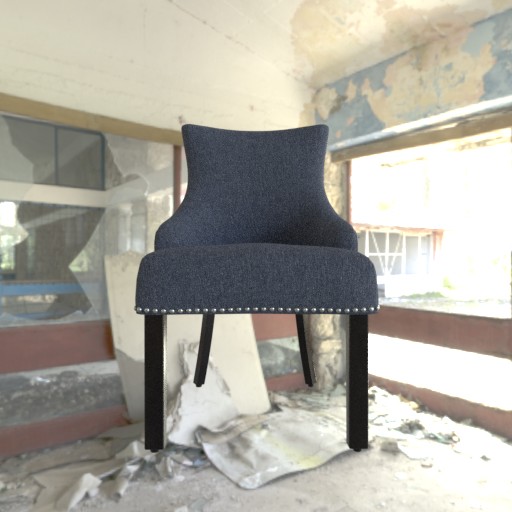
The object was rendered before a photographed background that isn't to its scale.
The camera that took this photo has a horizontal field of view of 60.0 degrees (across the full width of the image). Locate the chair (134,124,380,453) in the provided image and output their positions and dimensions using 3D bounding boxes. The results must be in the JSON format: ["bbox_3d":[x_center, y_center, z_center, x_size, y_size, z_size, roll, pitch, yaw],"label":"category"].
[{"bbox_3d":[0.000,0.000,1.290,0.566,0.909,0.629,0,0,-1],"label":"chair"}]
